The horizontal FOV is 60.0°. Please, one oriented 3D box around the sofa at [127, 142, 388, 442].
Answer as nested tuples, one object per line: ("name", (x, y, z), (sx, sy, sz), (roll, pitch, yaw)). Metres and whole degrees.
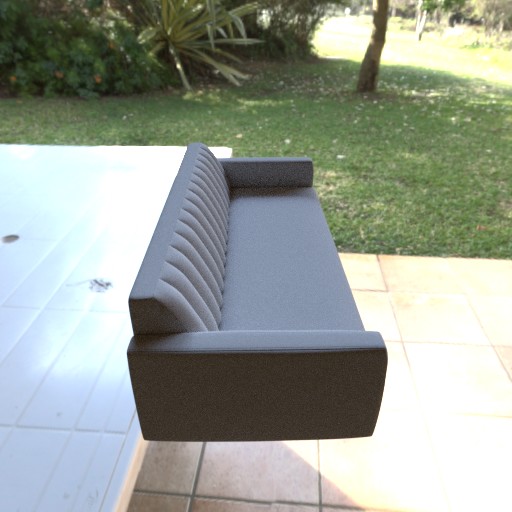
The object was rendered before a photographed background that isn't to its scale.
("sofa", (0.000, 0.000, 2.669), (0.990, 0.821, 2.291), (-1, 30, -1))
